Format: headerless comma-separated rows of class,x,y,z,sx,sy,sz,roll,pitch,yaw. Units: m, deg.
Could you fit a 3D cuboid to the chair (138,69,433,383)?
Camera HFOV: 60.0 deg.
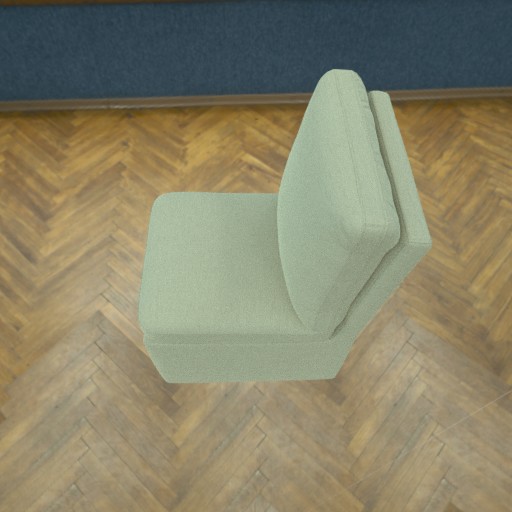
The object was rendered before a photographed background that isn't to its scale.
chair,0.000,0.000,1.322,0.698,0.927,0.503,-1,57,-1
